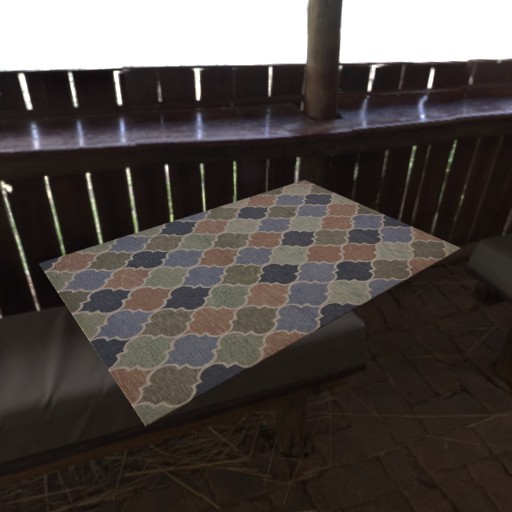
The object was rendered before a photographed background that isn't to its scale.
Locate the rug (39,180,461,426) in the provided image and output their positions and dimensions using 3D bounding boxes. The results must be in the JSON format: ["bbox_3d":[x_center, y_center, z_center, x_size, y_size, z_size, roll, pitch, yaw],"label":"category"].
[{"bbox_3d":[0.000,0.000,2.880,2.284,0.006,1.521,-22,38,-31],"label":"rug"}]
